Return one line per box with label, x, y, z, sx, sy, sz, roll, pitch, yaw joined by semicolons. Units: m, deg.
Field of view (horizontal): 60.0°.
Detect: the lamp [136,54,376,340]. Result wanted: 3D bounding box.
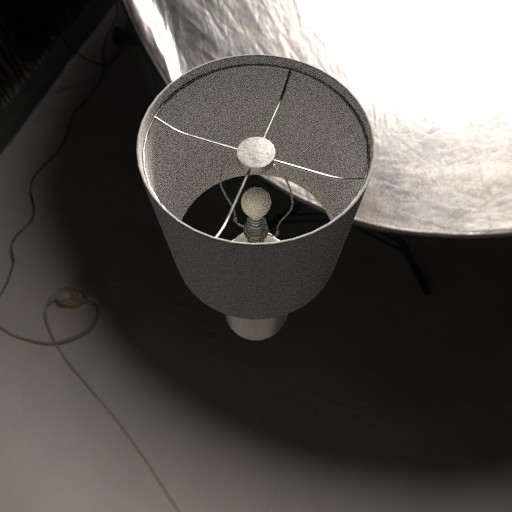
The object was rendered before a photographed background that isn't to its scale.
lamp;0.000;0.000;0.617;0.212;0.493;0.212;18;66;8
